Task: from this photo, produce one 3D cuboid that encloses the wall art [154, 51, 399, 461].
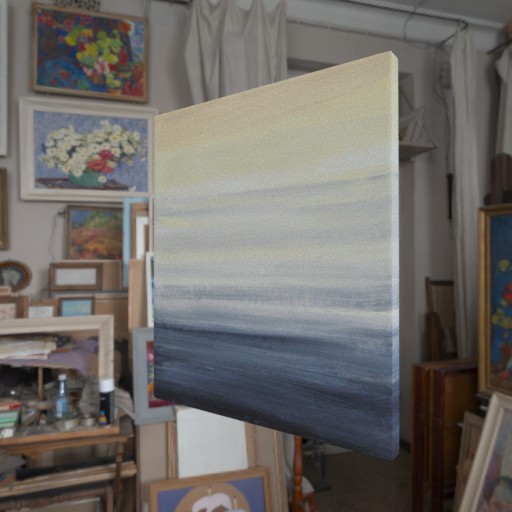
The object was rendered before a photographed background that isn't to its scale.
[{"bbox_3d":[0.000,0.000,0.957,0.608,0.710,0.041,0,-1,36],"label":"wall art"}]
